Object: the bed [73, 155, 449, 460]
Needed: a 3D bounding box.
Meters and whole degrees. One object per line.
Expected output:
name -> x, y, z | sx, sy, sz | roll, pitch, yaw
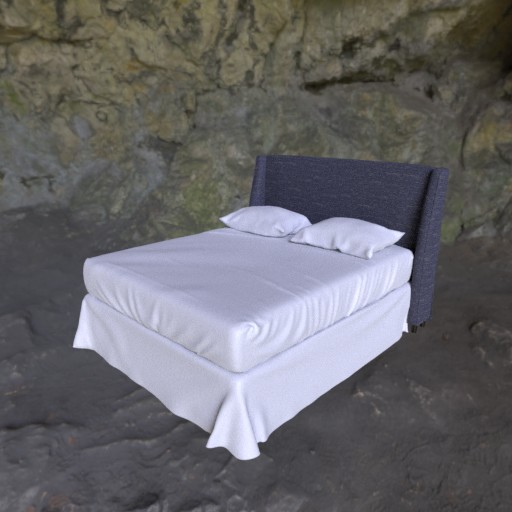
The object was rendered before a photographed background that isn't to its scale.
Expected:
bed -> 0.000, 0.000, 3.383 | 1.925, 1.332, 2.276 | 16, 23, 42
